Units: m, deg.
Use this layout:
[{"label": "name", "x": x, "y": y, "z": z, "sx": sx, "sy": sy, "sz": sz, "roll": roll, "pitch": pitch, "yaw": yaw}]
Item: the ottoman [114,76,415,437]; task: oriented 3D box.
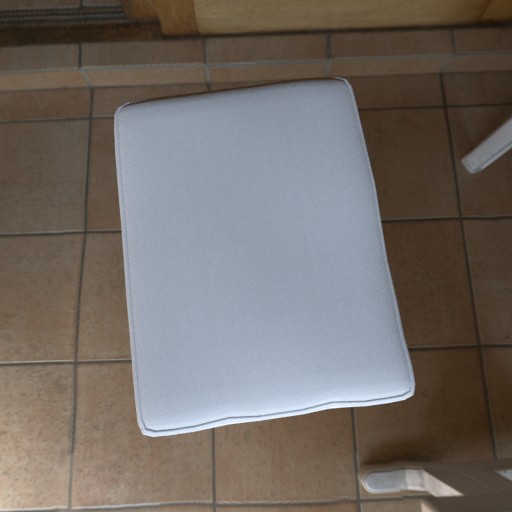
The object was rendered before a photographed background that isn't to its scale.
[{"label": "ottoman", "x": 0.000, "y": 0.000, "z": 1.221, "sx": 0.634, "sy": 0.479, "sz": 0.818, "roll": -8, "pitch": 77, "yaw": -2}]
